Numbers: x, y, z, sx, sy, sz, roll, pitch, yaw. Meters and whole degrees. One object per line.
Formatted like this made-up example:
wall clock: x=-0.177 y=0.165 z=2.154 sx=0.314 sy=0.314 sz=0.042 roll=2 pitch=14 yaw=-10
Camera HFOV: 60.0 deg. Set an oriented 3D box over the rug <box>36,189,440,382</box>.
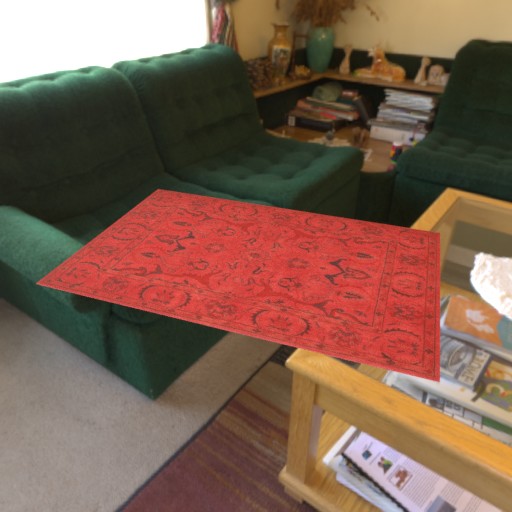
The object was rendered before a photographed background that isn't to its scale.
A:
rug: x=0.000 y=0.000 z=3.088 sx=2.423 sy=0.010 sz=1.534 roll=11 pitch=34 yaw=16
